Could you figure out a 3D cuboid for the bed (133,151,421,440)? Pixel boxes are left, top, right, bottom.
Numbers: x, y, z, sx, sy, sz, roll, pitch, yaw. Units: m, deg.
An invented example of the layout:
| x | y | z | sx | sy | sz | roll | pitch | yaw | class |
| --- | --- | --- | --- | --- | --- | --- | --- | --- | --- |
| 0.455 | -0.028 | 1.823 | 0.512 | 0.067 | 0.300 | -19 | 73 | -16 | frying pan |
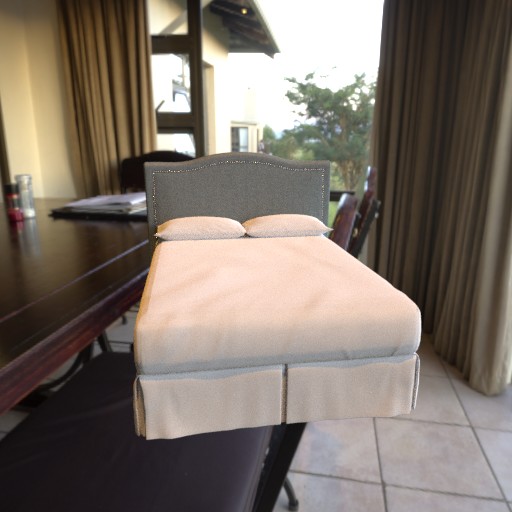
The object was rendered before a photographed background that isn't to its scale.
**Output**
| x | y | z | sx | sy | sz | roll | pitch | yaw | class |
| --- | --- | --- | --- | --- | --- | --- | --- | --- | --- |
| 0.000 | 0.000 | 3.343 | 1.753 | 1.460 | 2.143 | -2 | 16 | -8 | bed |
